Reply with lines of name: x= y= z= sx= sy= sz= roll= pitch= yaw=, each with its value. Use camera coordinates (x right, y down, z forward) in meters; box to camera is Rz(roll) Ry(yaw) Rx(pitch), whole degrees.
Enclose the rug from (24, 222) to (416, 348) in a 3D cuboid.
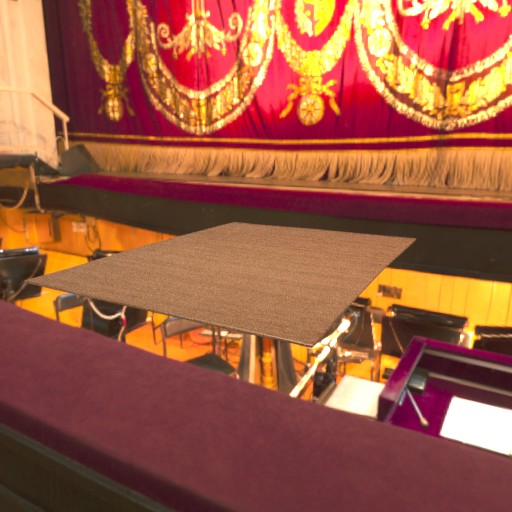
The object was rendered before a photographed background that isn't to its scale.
rug: x=0.000 y=0.000 z=5.039 sx=2.873 sy=0.053 sz=3.778 roll=8 pitch=16 yaw=28
